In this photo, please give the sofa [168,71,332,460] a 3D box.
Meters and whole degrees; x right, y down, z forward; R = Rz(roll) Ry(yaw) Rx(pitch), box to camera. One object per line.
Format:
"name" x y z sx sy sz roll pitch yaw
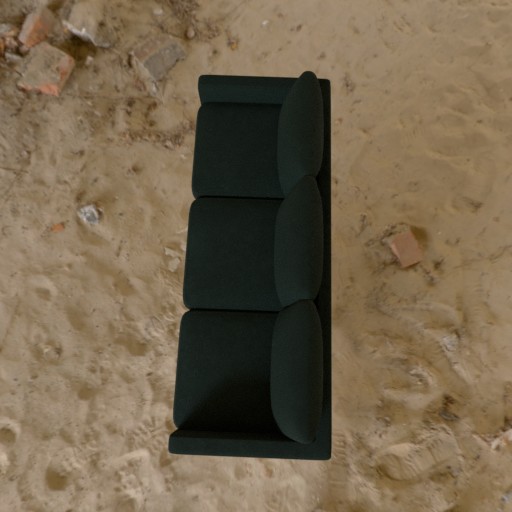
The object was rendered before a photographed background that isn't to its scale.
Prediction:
"sofa" 0.000 0.000 2.721 0.859 0.870 2.218 2 76 1
